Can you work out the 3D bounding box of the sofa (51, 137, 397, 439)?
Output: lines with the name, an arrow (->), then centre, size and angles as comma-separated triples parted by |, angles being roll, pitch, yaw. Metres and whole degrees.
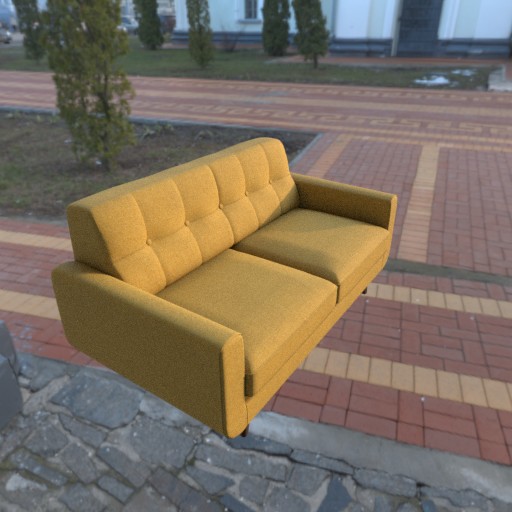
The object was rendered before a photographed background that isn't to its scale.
sofa -> 0.000, 0.000, 2.206 | 0.909, 0.841, 1.631 | 18, 33, 30
